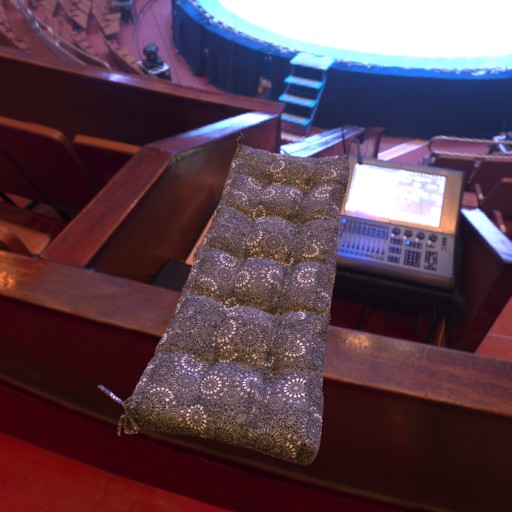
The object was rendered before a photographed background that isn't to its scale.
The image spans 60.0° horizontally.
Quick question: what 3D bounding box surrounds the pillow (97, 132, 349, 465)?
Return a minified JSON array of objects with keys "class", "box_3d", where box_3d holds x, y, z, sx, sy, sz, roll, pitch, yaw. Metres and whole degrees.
[{"class":"pillow","box_3d":[0.000,0.000,1.368,0.511,0.174,1.194,9,47,8]}]
